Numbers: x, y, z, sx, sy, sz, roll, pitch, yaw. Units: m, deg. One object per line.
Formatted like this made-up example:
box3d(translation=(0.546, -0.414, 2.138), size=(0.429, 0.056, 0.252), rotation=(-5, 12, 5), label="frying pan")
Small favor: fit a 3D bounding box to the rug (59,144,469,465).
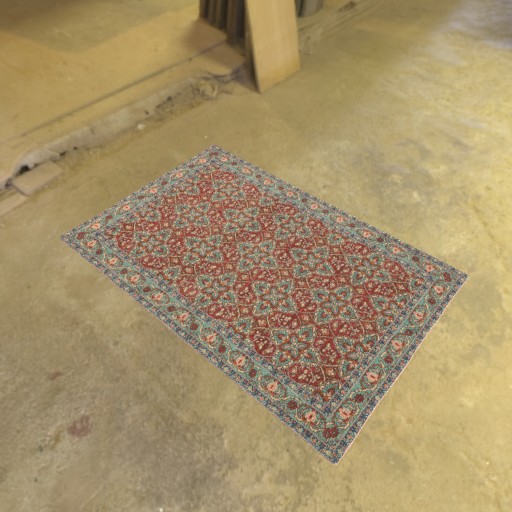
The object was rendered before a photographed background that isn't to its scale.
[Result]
box3d(translation=(0.000, 0.000, 2.351), size=(1.829, 0.009, 1.219), rotation=(32, 55, 27), label="rug")
